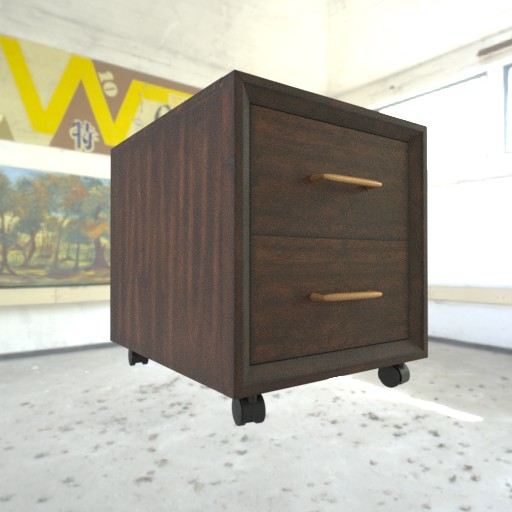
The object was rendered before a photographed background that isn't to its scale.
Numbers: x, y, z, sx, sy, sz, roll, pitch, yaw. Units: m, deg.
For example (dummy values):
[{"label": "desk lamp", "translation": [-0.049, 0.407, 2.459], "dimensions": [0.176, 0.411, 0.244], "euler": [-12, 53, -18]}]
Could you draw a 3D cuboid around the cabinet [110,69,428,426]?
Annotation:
[{"label": "cabinet", "translation": [0.000, 0.000, 0.851], "dimensions": [0.402, 0.455, 0.500], "euler": [0, -1, -35]}]
